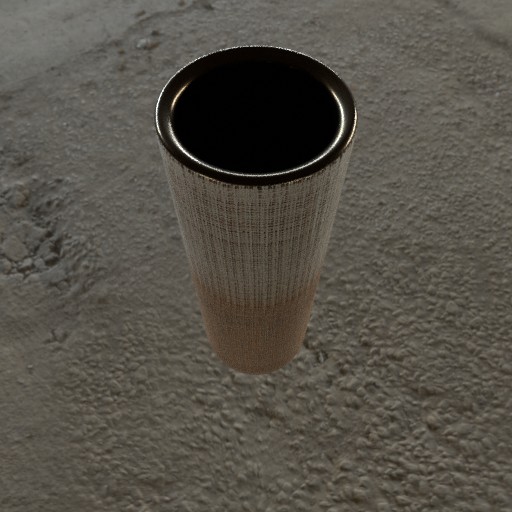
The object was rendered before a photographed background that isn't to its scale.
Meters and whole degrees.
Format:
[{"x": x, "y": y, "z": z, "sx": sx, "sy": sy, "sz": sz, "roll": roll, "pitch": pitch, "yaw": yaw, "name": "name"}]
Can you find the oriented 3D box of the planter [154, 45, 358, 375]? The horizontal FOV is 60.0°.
[{"x": 0.000, "y": 0.000, "z": 0.331, "sx": 0.099, "sy": 0.278, "sz": 0.099, "roll": -33, "pitch": 64, "yaw": -19, "name": "planter"}]
